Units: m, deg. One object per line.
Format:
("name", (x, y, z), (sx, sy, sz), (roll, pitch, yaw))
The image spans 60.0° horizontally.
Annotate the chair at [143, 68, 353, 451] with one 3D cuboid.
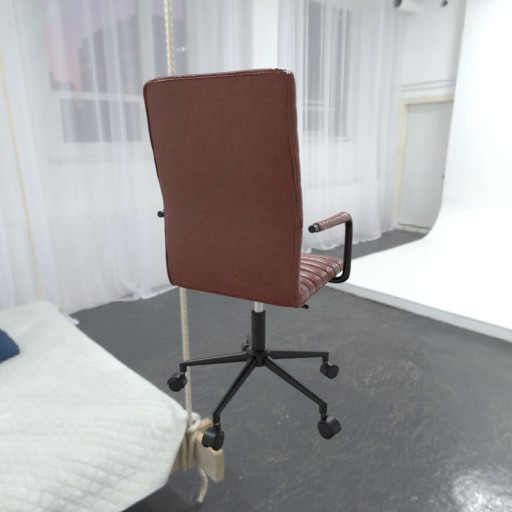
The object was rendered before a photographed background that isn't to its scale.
("chair", (0.000, 0.000, 1.331), (0.608, 0.979, 0.580), (8, 17, 27))
